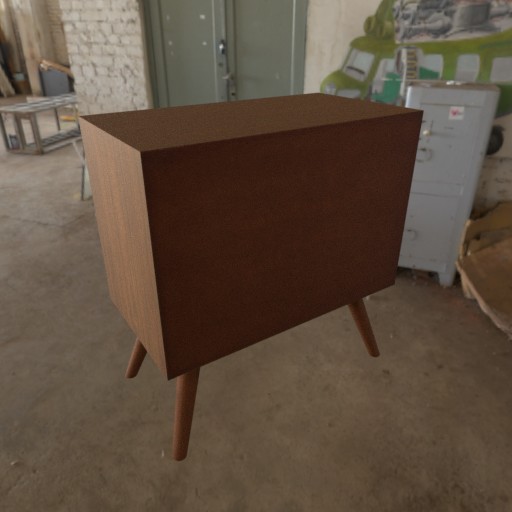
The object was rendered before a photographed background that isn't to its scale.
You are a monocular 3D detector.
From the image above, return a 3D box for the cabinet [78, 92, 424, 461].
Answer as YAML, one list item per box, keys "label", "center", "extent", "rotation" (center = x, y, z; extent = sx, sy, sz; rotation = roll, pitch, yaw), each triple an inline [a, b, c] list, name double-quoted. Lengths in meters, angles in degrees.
- label: "cabinet"
  center: [0.000, 0.000, 1.201]
  extent: [0.712, 0.748, 0.388]
  rotation: [-17, 32, -30]
